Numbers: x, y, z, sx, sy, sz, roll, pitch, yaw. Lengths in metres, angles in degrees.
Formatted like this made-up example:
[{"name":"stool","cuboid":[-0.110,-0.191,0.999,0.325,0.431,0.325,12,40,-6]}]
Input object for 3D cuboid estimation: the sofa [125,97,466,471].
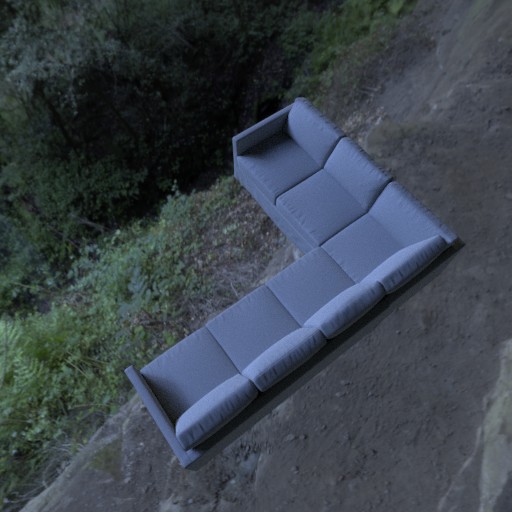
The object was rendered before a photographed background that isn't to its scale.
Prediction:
[{"name":"sofa","cuboid":[0.000,0.000,4.400,3.182,0.871,2.432,-34,67,-16]}]
